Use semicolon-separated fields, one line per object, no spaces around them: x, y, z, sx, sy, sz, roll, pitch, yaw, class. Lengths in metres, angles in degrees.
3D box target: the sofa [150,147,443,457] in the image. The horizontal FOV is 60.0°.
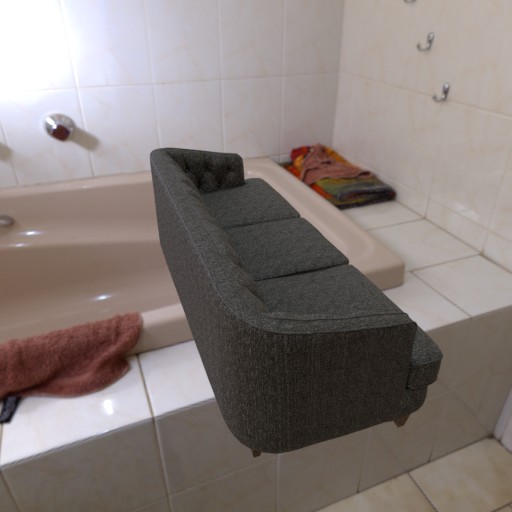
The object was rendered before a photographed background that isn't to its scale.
0.000;0.000;2.671;0.941;0.855;2.278;-10;32;-17;sofa
